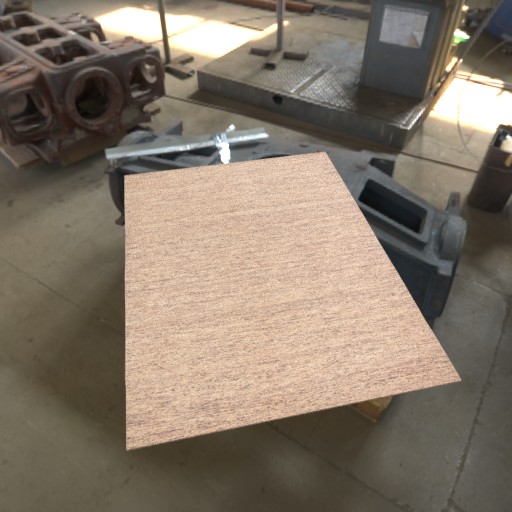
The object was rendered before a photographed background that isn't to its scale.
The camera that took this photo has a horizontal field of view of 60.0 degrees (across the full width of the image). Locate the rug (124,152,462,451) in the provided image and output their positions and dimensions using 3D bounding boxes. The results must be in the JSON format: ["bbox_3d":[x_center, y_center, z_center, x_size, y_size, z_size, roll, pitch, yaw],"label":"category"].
[{"bbox_3d":[0.000,0.000,4.220,2.448,0.013,3.205,-9,46,-8],"label":"rug"}]
